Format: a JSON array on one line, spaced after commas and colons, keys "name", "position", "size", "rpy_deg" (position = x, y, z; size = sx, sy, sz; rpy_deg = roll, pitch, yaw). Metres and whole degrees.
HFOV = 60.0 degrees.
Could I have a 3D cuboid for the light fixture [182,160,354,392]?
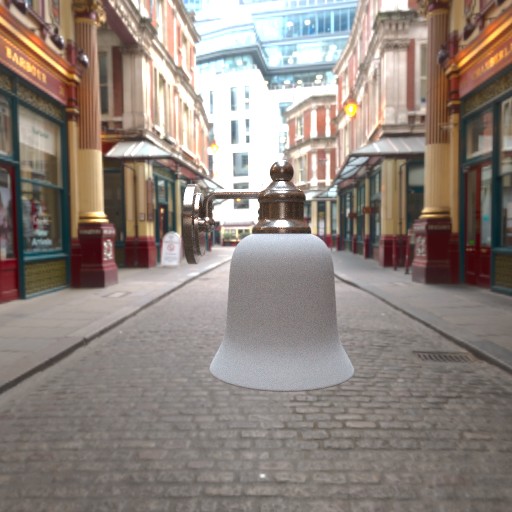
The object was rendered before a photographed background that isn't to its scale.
[{"name": "light fixture", "position": [0.000, 0.000, 0.658], "size": [0.198, 0.211, 0.570], "rpy_deg": [0, 2, 0]}]
